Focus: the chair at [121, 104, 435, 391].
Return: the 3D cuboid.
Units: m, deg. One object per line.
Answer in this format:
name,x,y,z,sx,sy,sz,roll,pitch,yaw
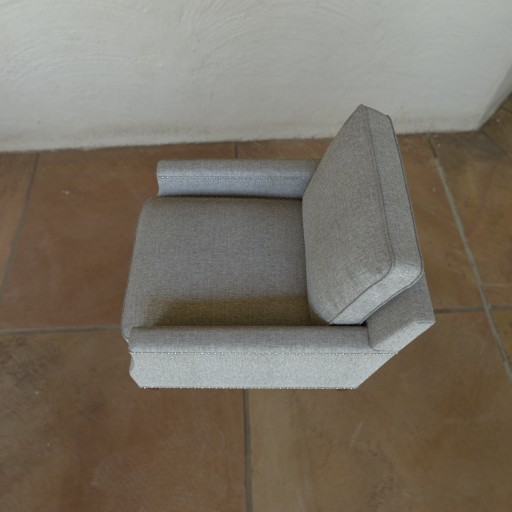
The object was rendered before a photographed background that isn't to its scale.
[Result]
chair,0.000,0.000,1.736,1.014,0.943,0.853,0,58,0
